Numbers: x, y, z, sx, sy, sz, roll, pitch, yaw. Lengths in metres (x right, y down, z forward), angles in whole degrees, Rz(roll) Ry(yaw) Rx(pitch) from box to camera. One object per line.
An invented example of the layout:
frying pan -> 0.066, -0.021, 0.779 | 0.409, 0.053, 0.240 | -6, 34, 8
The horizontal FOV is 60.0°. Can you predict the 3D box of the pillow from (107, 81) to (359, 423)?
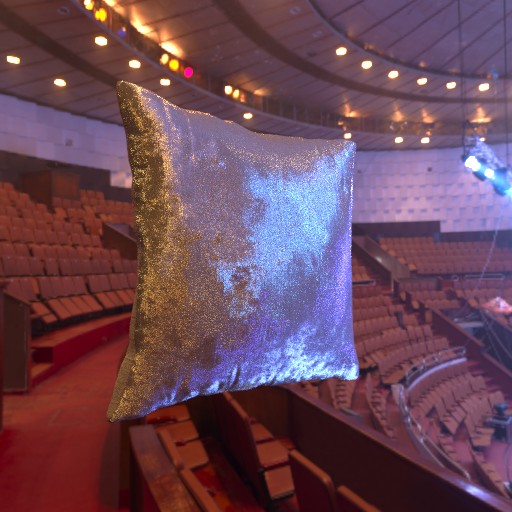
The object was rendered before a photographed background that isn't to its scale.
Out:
pillow -> 0.000, 0.000, 0.727 | 0.470, 0.464, 0.175 | 1, -2, -34
